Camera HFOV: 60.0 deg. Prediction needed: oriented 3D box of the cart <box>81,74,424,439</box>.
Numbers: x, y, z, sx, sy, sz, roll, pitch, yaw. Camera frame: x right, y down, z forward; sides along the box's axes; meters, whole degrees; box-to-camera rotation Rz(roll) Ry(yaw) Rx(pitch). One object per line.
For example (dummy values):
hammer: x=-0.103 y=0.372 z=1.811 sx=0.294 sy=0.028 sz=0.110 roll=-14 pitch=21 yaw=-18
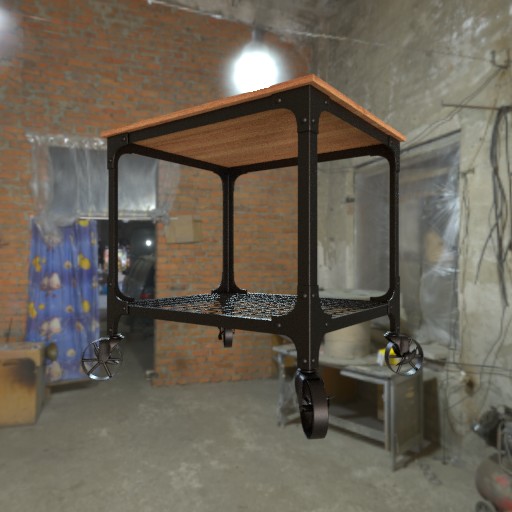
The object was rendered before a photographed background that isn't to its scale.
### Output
cart: x=0.000 y=0.000 z=1.102 sx=0.666 sy=0.603 sz=0.558 roll=0 pitch=0 yaw=36
